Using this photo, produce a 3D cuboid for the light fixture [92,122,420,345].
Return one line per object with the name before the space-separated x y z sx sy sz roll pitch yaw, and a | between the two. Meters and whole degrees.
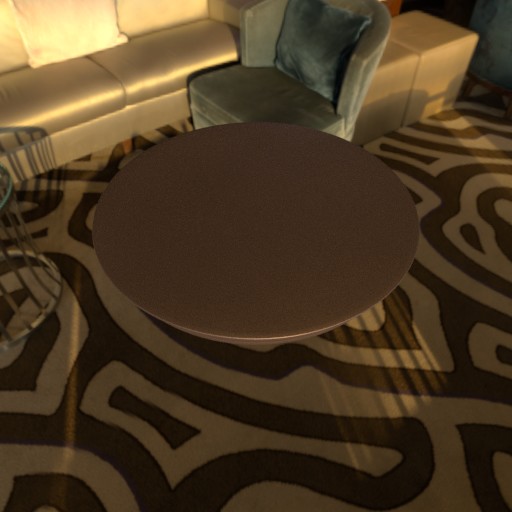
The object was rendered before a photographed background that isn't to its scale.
light fixture | 0.000 0.000 0.438 0.280 0.135 0.280 0 46 0
